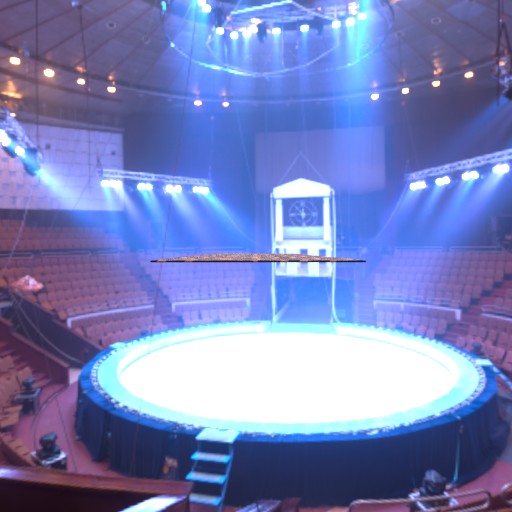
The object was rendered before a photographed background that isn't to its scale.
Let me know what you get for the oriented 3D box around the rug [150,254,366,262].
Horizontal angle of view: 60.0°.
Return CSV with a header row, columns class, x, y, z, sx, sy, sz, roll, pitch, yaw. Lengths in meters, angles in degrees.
class,x,y,z,sx,sy,sz,roll,pitch,yaw
rug,0.000,0.000,2.554,0.685,0.006,2.296,0,1,0
